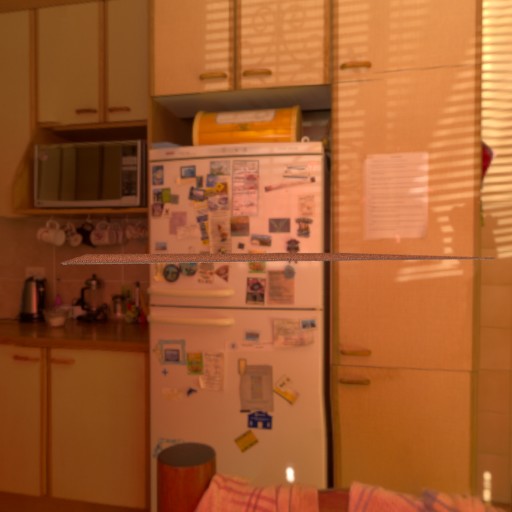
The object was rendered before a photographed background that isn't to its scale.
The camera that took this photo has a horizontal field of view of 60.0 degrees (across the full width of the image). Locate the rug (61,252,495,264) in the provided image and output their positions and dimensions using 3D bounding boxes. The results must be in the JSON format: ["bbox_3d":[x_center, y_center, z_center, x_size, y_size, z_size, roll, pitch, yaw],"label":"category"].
[{"bbox_3d":[0.000,0.000,4.081,3.068,0.021,2.456,0,1,-18],"label":"rug"}]
